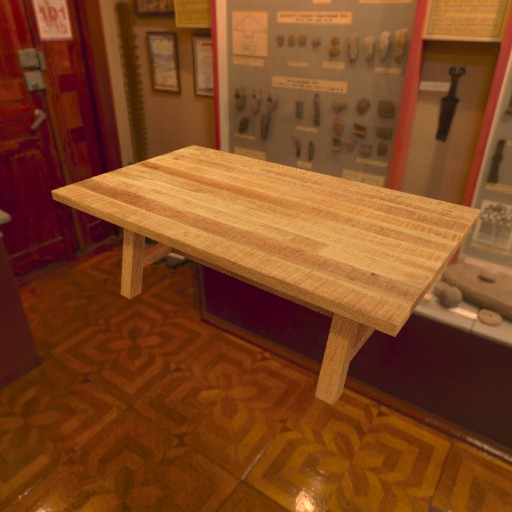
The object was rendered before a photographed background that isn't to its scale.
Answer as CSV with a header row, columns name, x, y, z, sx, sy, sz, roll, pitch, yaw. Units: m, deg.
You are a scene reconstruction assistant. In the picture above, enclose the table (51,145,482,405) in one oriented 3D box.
name,x,y,z,sx,sy,sz,roll,pitch,yaw
table,0.000,0.000,1.673,1.320,0.455,0.760,20,35,31
